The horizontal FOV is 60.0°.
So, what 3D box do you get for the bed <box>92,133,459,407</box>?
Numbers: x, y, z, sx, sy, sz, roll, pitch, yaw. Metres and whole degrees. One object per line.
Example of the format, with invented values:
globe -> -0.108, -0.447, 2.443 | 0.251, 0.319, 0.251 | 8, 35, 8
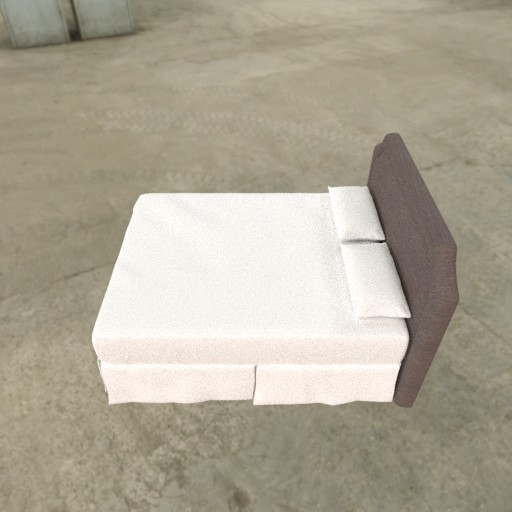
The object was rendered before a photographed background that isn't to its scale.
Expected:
bed -> 0.000, 0.000, 3.187 | 2.116, 1.290, 1.693 | 0, 42, 0
